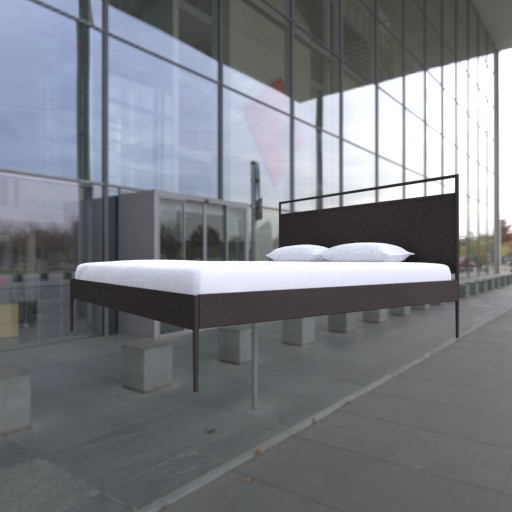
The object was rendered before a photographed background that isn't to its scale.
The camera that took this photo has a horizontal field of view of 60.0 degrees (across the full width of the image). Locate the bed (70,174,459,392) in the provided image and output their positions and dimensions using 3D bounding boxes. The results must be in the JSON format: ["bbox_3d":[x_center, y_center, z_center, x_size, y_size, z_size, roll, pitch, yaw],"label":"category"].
[{"bbox_3d":[0.000,0.000,3.320,2.151,1.173,1.993,0,0,-37],"label":"bed"}]
